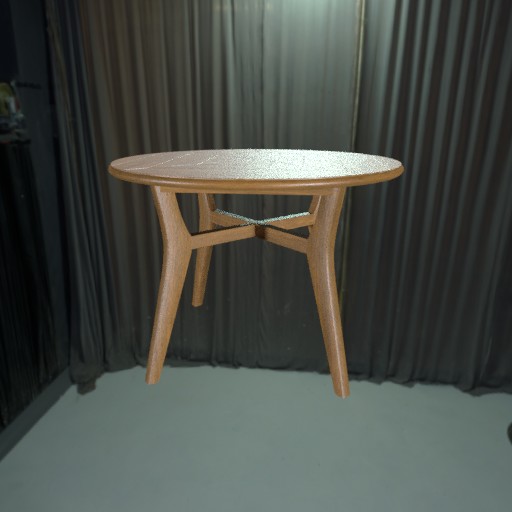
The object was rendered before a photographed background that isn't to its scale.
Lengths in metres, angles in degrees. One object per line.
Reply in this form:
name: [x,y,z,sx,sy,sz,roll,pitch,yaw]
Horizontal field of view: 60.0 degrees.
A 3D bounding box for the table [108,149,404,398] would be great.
table: [0.000,0.000,1.772,1.055,0.757,1.055,0,18,0]
